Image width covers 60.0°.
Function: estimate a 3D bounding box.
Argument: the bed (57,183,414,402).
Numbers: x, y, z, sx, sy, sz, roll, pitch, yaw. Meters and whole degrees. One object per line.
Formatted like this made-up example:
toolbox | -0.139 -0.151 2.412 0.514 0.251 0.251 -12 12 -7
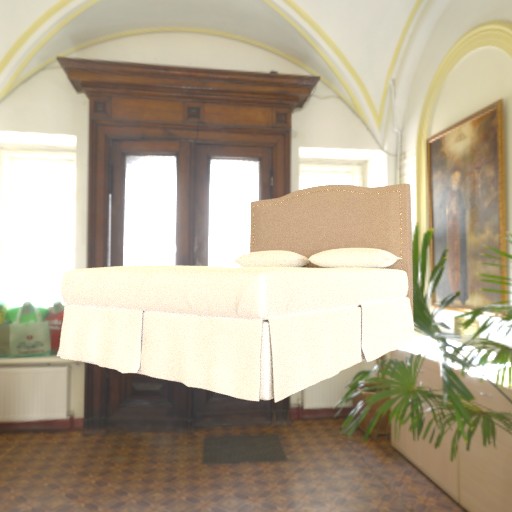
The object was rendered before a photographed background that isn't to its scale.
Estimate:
bed | 0.000 0.000 3.430 1.821 1.436 2.282 -1 -2 36
